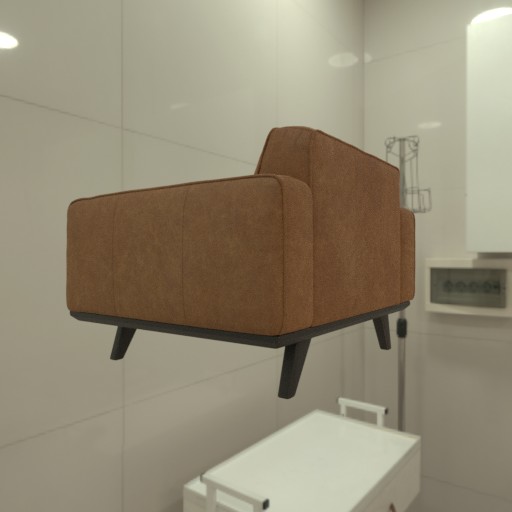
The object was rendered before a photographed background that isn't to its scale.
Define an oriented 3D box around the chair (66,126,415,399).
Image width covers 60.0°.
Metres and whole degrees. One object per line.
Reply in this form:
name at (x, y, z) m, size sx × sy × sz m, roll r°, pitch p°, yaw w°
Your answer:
chair at (0.000, 0.000, 1.772) m, size 0.952 × 0.782 × 1.118 m, roll 0°, pitch 0°, yaw 36°
